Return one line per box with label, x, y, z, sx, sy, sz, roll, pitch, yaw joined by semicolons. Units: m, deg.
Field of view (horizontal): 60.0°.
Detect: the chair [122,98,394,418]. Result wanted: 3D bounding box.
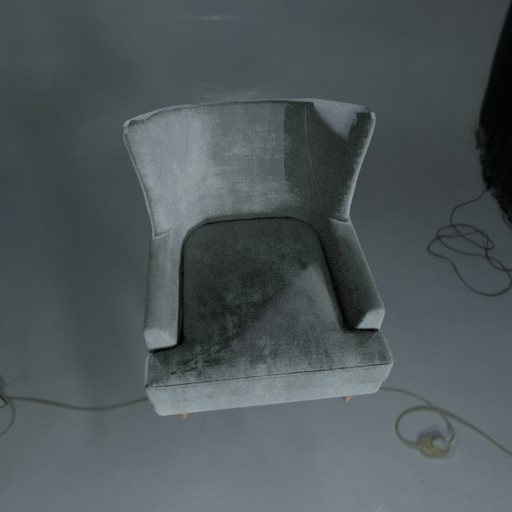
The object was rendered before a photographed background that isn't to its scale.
chair;0.000;0.000;1.605;0.784;0.950;0.906;-5;47;-4
